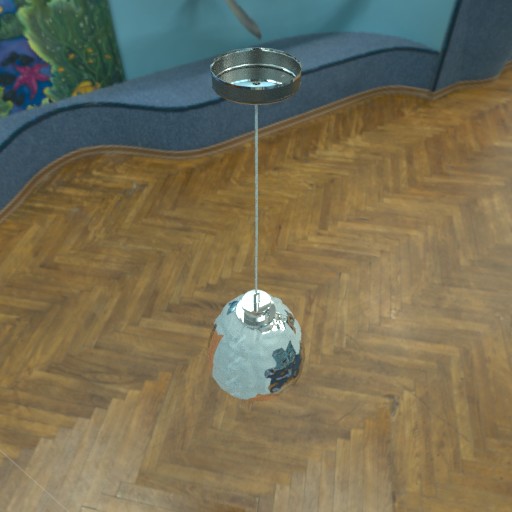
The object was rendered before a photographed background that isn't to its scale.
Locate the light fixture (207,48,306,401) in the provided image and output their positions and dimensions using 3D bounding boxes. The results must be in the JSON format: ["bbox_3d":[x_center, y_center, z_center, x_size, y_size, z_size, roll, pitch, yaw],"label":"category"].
[{"bbox_3d":[0.000,0.000,1.761,0.496,1.511,0.500,-24,51,-21],"label":"light fixture"}]
